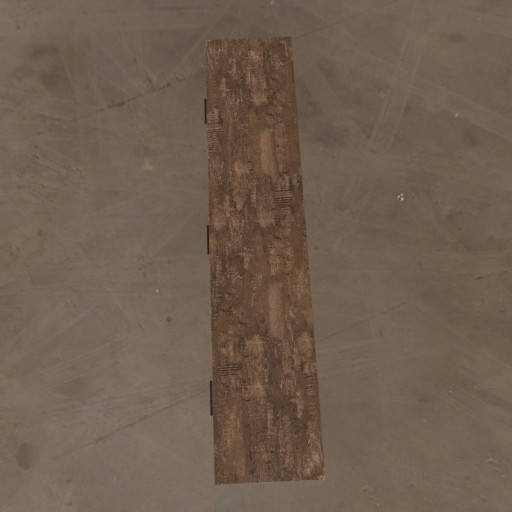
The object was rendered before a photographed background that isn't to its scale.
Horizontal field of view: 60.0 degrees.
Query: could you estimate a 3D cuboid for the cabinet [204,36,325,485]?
[{"bbox_3d":[0.000,0.000,2.111,0.395,0.762,1.800,-3,76,-1],"label":"cabinet"}]
